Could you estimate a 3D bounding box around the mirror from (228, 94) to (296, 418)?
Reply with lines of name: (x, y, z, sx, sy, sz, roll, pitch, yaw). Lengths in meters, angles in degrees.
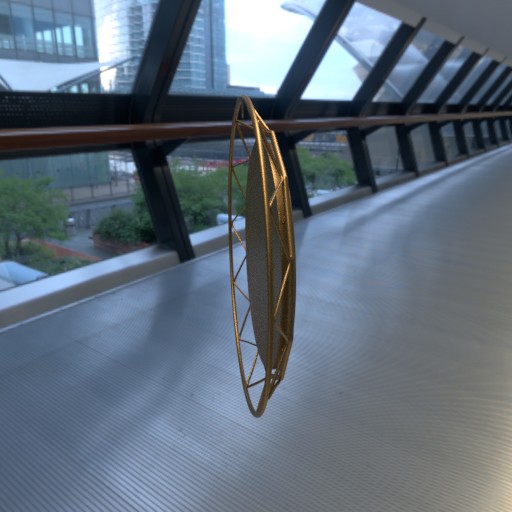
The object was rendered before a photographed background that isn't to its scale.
mirror: (0.000, 0.000, 0.664, 0.043, 0.454, 0.454, -3, 17, -8)
